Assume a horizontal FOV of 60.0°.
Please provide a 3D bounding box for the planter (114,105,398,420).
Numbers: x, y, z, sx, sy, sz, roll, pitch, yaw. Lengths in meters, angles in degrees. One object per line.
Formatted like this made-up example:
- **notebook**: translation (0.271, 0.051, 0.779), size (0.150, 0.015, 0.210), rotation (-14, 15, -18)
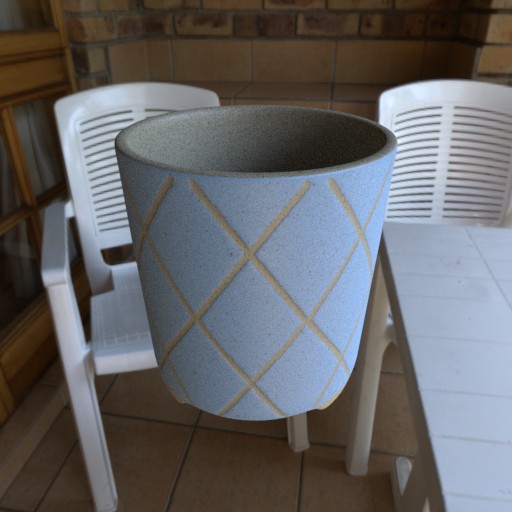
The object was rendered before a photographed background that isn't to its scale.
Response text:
- **planter**: translation (0.000, 0.000, 0.357), size (0.191, 0.200, 0.191), rotation (0, 29, 0)
